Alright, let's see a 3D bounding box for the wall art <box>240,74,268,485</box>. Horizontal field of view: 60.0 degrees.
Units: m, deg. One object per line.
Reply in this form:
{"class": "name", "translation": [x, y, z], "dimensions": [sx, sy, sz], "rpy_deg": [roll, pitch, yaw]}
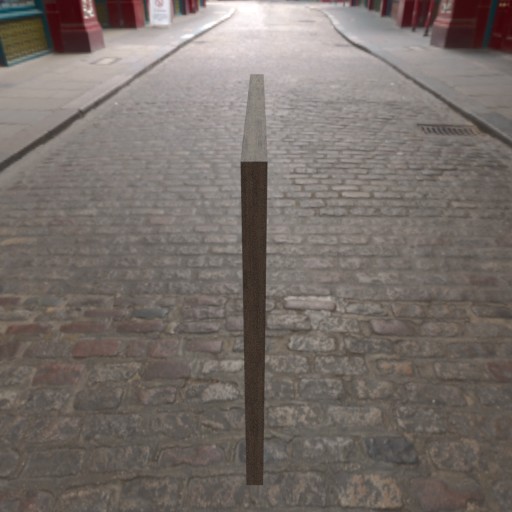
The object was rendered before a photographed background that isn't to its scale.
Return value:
{"class": "wall art", "translation": [0.000, 0.000, 1.142], "dimensions": [0.038, 0.762, 0.762], "rpy_deg": [0, 31, 0]}
